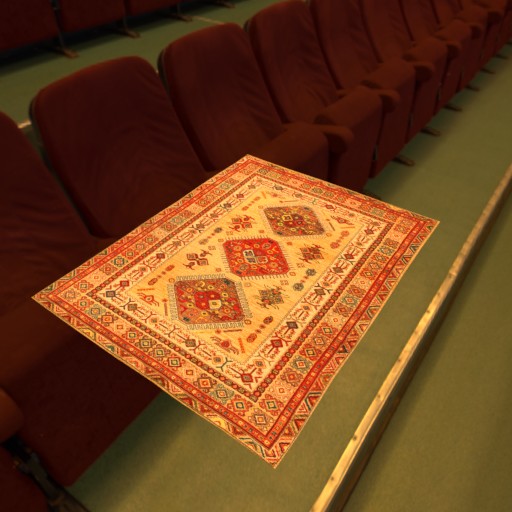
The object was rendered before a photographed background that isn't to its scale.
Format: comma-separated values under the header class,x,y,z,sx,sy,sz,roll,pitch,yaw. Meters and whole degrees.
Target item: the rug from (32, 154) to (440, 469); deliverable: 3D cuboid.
class,x,y,z,sx,sy,sz,roll,pitch,yaw
rug,0.000,0.000,4.132,2.460,0.005,3.067,25,47,26
